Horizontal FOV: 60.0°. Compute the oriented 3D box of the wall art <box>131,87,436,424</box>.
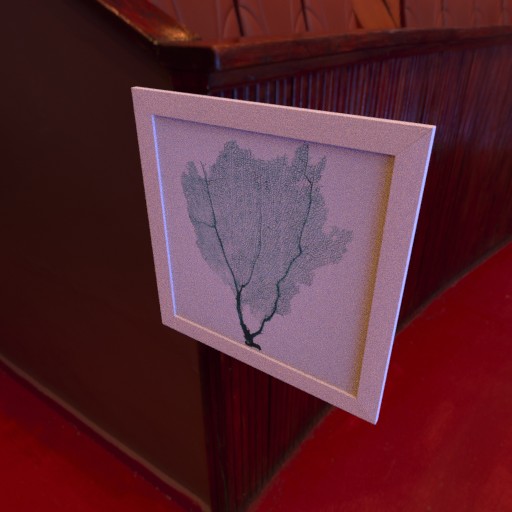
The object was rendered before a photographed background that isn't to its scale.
[{"bbox_3d":[0.000,0.000,0.870,0.572,0.577,0.015,18,35,29],"label":"wall art"}]
